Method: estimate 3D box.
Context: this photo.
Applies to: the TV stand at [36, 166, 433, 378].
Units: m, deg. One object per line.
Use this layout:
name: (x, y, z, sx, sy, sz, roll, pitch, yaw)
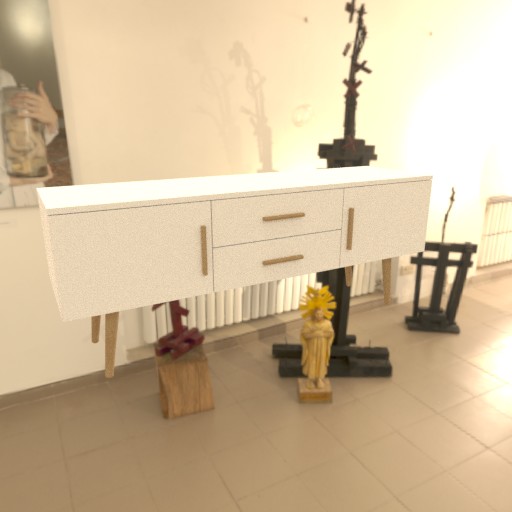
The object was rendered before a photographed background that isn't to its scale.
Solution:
TV stand: (0.000, 0.000, 1.668, 1.398, 0.560, 0.401, -9, 20, -27)
